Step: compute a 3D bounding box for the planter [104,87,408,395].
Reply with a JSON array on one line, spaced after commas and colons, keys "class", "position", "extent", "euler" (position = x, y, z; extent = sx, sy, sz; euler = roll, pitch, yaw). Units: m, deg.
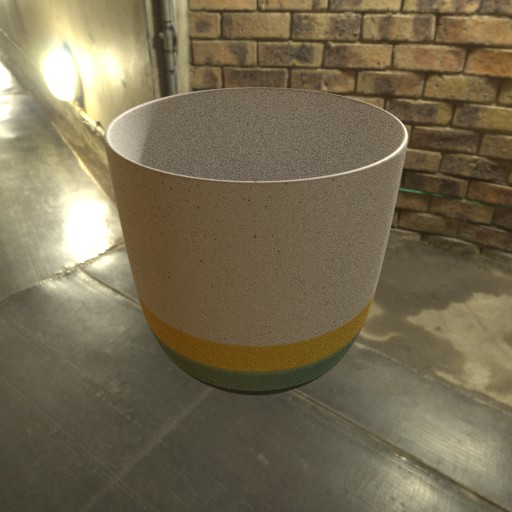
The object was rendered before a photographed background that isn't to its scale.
[{"class": "planter", "position": [0.000, 0.000, 0.353], "extent": [0.195, 0.214, 0.195], "euler": [0, 34, 0]}]
